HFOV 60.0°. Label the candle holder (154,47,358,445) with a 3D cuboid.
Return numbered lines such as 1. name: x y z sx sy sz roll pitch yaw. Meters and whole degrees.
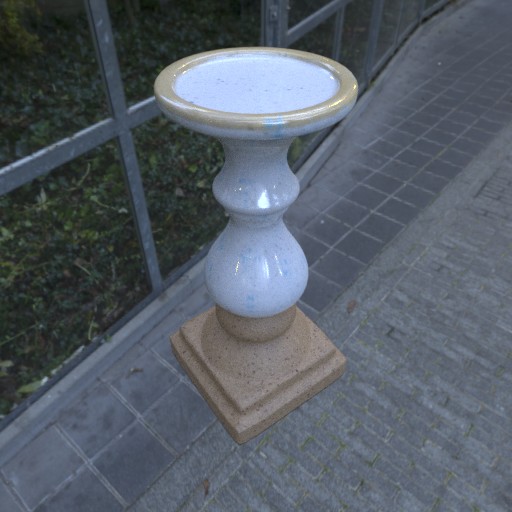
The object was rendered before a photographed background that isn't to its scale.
1. candle holder: 0.000 0.000 0.300 0.110 0.239 0.110 -26 47 -26
